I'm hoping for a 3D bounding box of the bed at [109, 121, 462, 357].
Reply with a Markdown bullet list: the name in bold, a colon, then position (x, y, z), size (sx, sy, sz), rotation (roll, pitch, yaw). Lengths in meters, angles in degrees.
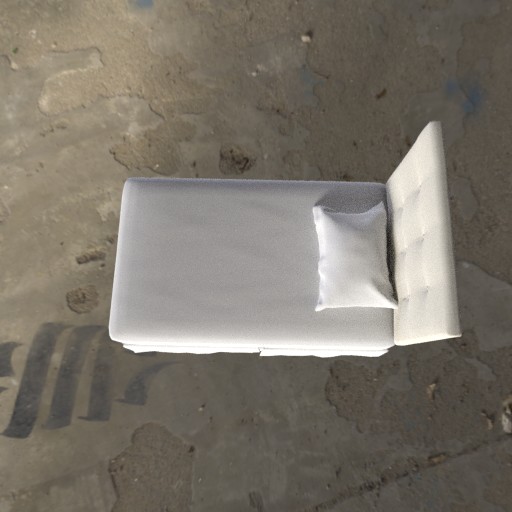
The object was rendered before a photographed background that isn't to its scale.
- **bed**: position (0.000, 0.000, 2.970), size (1.997, 1.571, 1.261), rotation (1, 76, 0)
